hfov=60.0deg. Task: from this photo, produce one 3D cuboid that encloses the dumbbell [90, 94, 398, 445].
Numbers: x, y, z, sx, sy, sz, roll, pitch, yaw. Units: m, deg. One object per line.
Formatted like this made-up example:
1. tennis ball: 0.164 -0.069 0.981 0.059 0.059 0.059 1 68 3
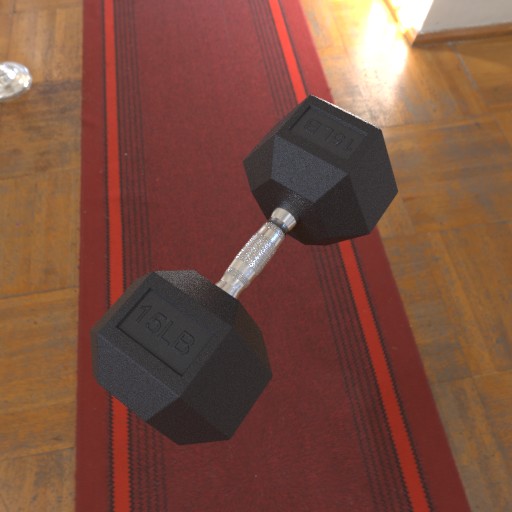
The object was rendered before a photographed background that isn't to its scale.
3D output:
1. dumbbell: 0.000 0.000 0.335 0.122 0.106 0.271 32 68 15
